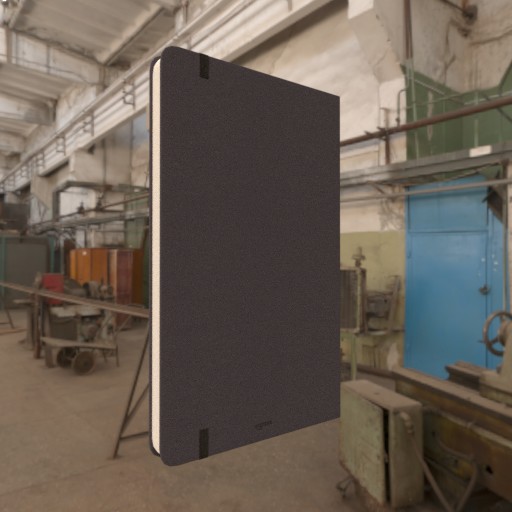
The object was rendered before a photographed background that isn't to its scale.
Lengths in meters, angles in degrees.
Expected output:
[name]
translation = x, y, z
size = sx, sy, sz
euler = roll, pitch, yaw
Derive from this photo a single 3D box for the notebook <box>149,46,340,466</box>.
[notebook]
translation = 0.000, 0.000, 0.262
size = 0.127, 0.213, 0.016
euler = 0, -1, -36
